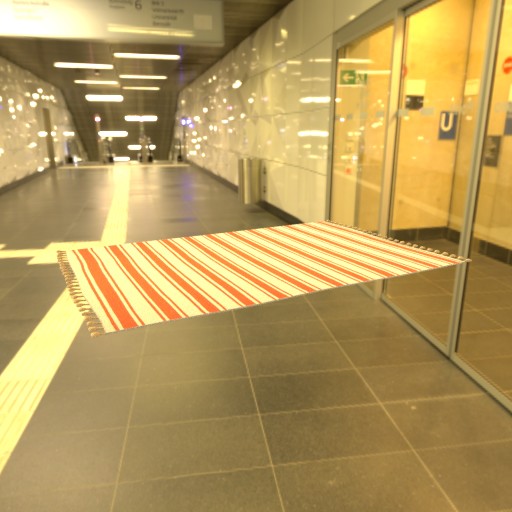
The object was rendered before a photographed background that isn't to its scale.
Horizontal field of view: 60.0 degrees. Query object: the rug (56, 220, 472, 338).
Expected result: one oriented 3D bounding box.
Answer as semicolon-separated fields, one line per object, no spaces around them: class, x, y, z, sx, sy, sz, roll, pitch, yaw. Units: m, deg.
rug;0.000;0.000;3.045;2.433;0.022;1.556;-8;18;-27
